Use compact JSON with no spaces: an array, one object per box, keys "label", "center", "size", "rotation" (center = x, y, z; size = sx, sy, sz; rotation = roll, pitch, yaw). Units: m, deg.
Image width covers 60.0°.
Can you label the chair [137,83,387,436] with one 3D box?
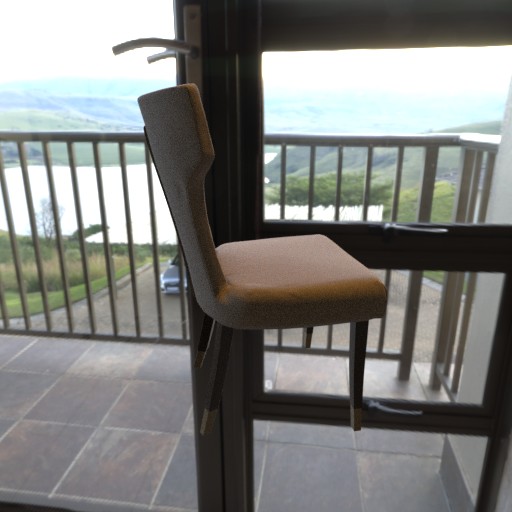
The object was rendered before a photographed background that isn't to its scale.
[{"label":"chair","center":[0.000,0.000,1.351],"size":[0.630,0.950,0.526],"rotation":[-3,18,-10]}]
